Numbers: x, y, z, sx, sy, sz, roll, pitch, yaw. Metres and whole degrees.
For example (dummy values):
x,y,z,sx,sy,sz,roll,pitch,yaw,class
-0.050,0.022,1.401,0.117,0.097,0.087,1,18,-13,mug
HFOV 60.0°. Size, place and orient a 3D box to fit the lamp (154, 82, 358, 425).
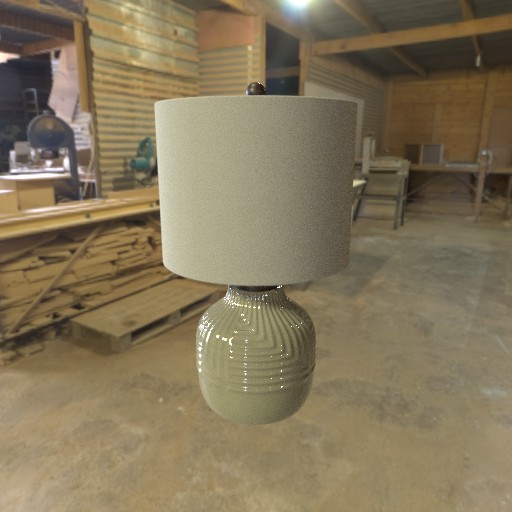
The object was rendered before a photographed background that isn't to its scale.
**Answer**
x,y,z,sx,sy,sz,roll,pitch,yaw,class
0.000,0.000,0.772,0.318,0.567,0.318,0,15,0,lamp
